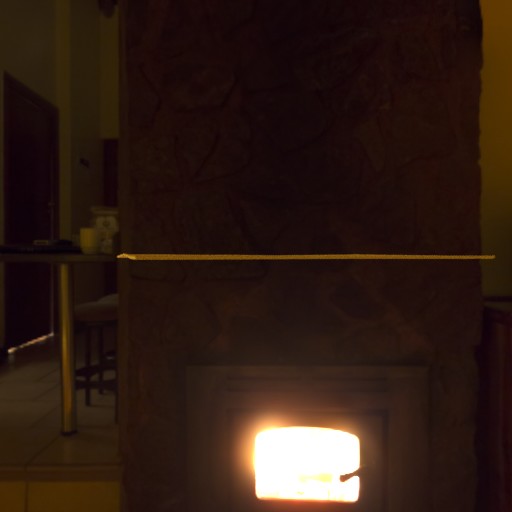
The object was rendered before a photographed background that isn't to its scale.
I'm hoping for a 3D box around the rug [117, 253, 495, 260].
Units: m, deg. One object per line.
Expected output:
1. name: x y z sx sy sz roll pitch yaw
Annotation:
1. rug: 0.000 0.000 4.197 2.434 0.045 3.202 0 0 -19
